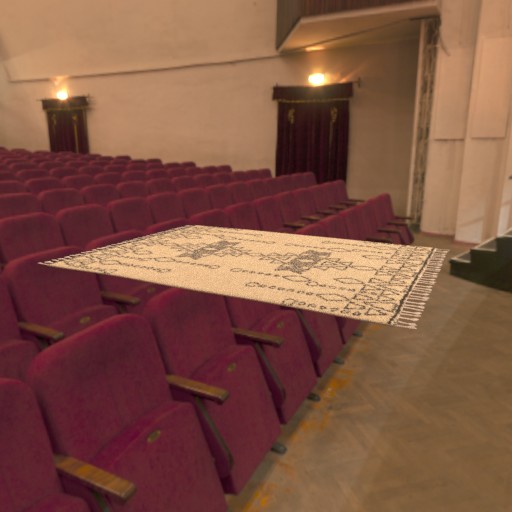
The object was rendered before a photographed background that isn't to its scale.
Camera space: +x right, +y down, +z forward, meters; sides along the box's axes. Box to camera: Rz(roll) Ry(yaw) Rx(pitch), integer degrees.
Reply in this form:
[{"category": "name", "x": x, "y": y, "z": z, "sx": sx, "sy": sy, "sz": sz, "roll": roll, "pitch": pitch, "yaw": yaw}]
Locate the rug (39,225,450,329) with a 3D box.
[{"category": "rug", "x": 0.000, "y": 0.000, "z": 3.944, "sx": 3.027, "sy": 0.028, "sz": 2.125, "roll": 7, "pitch": 15, "yaw": 26}]
